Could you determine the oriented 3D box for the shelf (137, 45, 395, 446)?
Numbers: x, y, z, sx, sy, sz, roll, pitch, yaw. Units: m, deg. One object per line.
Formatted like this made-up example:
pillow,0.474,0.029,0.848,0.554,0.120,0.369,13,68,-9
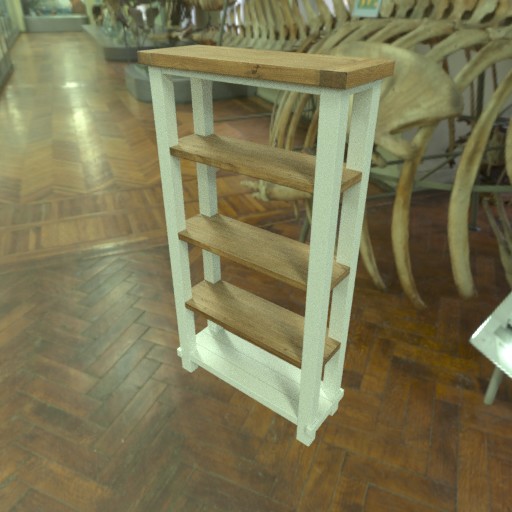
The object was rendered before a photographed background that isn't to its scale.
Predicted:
shelf,0.000,0.000,2.265,1.022,1.878,0.381,21,37,32
